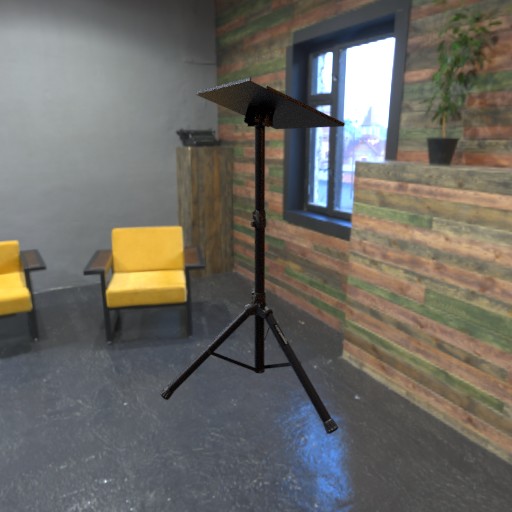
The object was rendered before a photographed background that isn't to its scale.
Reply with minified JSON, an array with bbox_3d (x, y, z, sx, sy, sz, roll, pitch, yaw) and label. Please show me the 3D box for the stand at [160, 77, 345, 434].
[{"bbox_3d":[0.000,0.000,1.661,0.702,1.198,0.702,-8,16,-27],"label":"stand"}]
